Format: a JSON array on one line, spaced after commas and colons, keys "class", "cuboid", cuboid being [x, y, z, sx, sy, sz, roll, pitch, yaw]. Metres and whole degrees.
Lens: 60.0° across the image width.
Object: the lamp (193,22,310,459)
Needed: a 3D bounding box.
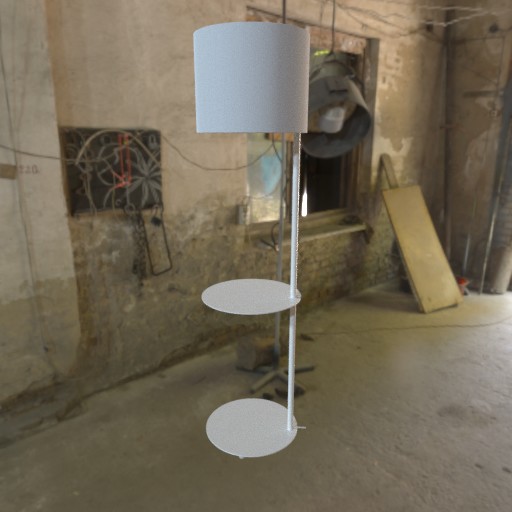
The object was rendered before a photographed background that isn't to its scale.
[{"class": "lamp", "cuboid": [0.000, 0.000, 1.615, 0.405, 1.465, 0.372, 3, 16, 10]}]
